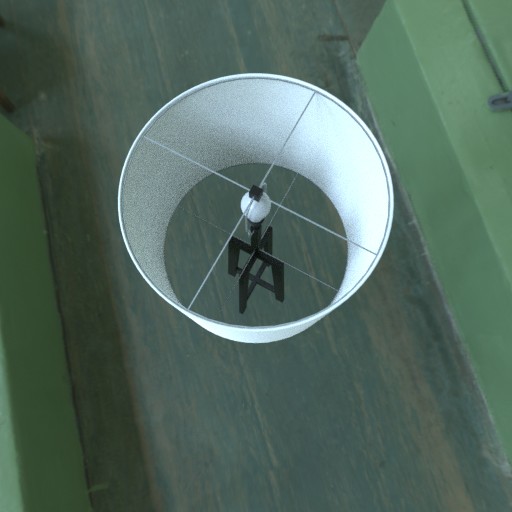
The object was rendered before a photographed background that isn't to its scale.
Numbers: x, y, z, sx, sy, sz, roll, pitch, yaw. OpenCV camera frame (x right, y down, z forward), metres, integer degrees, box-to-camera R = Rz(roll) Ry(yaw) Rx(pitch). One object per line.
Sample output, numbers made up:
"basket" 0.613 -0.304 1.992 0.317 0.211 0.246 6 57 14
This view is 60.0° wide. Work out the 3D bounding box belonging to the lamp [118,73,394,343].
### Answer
"lamp" 0.000 0.000 0.647 0.257 0.489 0.257 -16 76 -4
